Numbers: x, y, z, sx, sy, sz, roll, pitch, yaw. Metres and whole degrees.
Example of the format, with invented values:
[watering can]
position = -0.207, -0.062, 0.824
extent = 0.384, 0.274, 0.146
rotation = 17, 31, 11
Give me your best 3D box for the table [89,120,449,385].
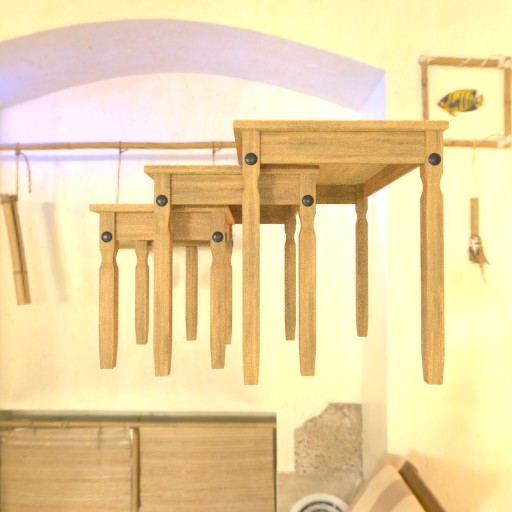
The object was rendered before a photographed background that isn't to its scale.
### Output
[table]
position = 0.000, 0.000, 1.213
extent = 0.773, 0.535, 0.660
rotation = 0, -1, 0
